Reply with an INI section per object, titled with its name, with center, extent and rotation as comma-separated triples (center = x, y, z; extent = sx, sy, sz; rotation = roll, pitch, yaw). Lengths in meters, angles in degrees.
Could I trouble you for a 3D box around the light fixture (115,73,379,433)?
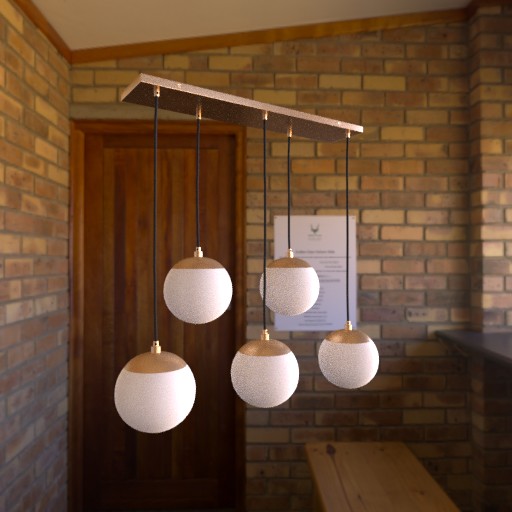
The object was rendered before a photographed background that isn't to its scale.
[light fixture]
center = 0.000, 0.000, 1.333
extent = 0.863, 0.869, 0.299
rotation = 0, -1, -34
